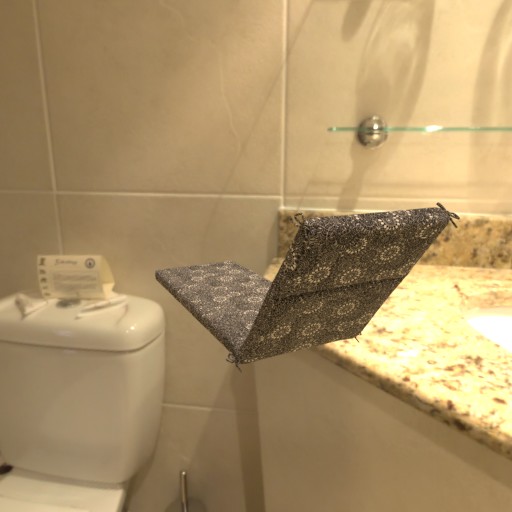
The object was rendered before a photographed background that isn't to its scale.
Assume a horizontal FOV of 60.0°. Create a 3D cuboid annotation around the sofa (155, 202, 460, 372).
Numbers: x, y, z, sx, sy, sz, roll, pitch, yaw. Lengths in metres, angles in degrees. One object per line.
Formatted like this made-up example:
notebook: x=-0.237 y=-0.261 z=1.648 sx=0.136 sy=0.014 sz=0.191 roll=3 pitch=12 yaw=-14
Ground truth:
sofa: x=0.000 y=0.000 z=1.993 sx=0.582 sy=0.622 sz=1.663 roll=-7 pitch=16 yaw=-26
